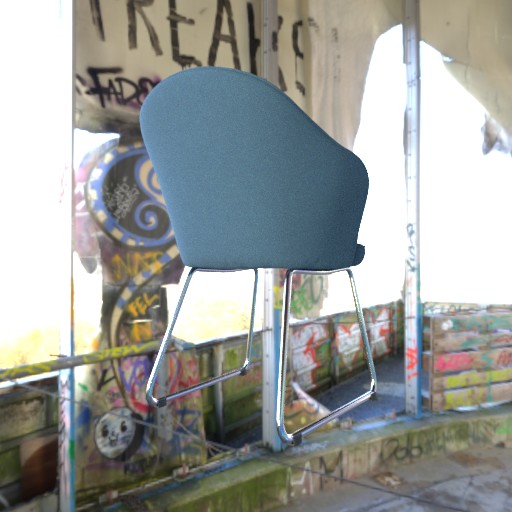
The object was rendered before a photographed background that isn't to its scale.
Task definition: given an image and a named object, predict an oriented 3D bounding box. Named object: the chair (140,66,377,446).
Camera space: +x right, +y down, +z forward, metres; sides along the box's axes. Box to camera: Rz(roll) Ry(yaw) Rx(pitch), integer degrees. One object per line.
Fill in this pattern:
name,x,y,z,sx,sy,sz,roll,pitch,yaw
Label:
chair,0.000,0.000,1.209,0.570,0.815,0.585,0,-1,36
